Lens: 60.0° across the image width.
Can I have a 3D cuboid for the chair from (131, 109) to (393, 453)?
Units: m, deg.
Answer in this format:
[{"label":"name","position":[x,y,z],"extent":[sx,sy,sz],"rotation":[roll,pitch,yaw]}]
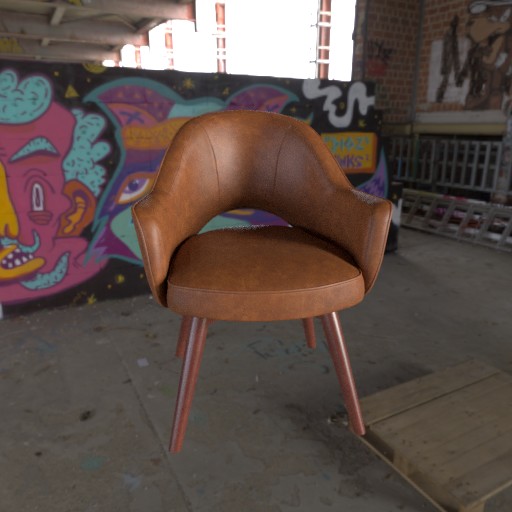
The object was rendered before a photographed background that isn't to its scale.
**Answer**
[{"label":"chair","position":[0.000,0.000,1.197],"extent":[0.591,0.777,0.640],"rotation":[-2,16,-8]}]
